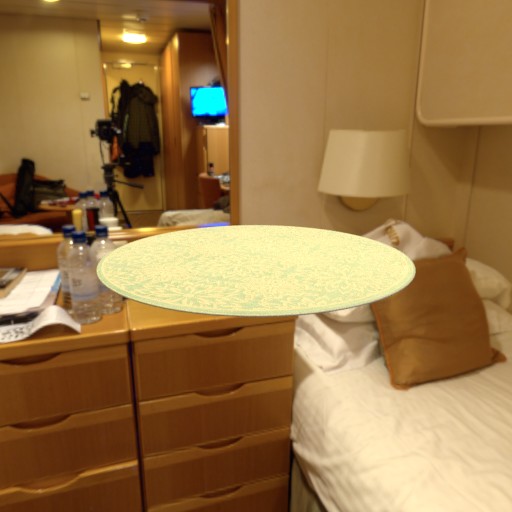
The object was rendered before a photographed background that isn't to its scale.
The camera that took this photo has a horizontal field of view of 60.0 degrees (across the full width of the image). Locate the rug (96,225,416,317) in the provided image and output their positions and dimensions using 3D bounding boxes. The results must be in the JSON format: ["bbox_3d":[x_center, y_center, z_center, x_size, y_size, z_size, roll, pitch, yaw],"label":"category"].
[{"bbox_3d":[0.000,0.000,2.340,1.593,0.012,1.593,0,16,0],"label":"rug"}]
